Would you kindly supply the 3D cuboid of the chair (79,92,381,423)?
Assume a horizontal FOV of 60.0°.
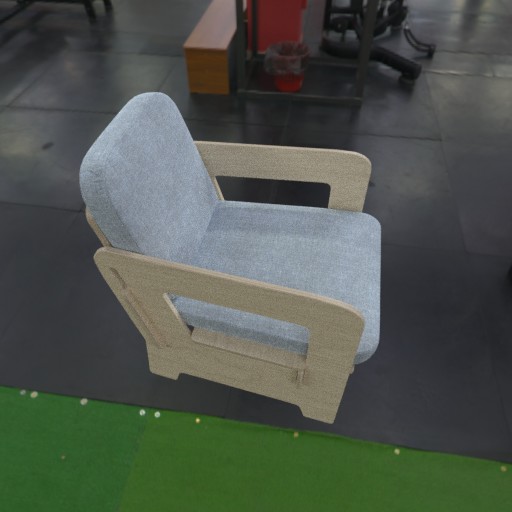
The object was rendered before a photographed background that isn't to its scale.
[{"bbox_3d":[0.000,0.000,1.281,0.710,0.800,0.590,8,47,8],"label":"chair"}]
